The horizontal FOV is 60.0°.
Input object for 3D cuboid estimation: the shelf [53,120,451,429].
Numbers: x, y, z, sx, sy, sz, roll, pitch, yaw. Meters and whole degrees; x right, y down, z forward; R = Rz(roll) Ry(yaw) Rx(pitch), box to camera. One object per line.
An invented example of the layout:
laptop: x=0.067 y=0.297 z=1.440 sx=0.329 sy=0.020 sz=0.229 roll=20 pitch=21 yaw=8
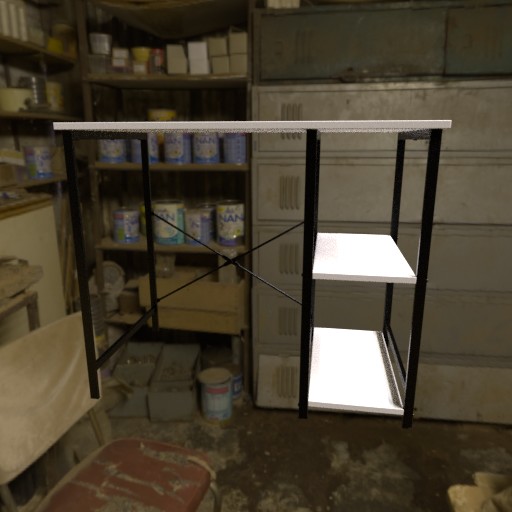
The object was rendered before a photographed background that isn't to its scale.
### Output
shelf: x=0.000 y=0.000 z=1.322 sx=0.902 sy=0.750 sz=0.498 roll=2 pitch=15 yaw=9
